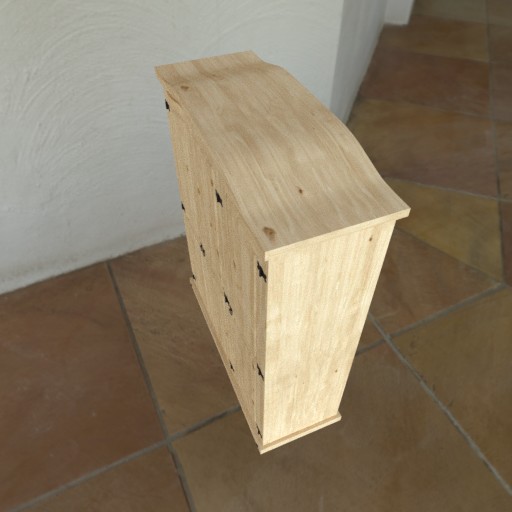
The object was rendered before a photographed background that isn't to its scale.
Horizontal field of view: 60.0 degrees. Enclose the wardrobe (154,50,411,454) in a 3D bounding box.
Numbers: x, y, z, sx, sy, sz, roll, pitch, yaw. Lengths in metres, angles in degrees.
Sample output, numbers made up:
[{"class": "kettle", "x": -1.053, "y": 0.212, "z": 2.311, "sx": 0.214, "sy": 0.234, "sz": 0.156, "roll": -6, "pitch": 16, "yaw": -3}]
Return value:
[{"class": "wardrobe", "x": 0.000, "y": 0.000, "z": 2.603, "sx": 0.570, "sy": 1.870, "sz": 1.500, "roll": -17, "pitch": 49, "yaw": -15}]
